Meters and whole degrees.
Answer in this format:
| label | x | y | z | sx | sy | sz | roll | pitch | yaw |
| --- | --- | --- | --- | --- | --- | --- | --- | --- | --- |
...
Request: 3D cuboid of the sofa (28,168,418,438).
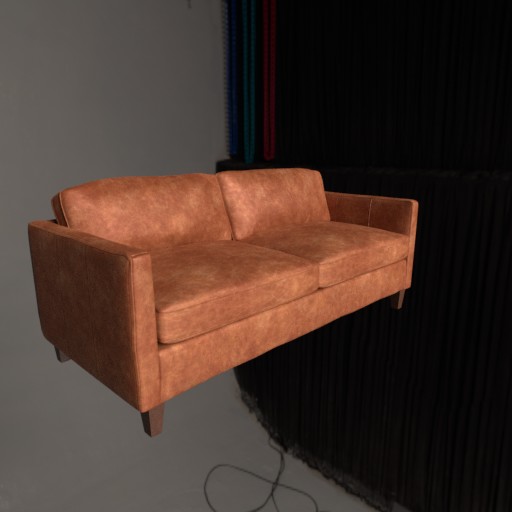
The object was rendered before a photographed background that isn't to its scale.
| label | x | y | z | sx | sy | sz | roll | pitch | yaw |
| --- | --- | --- | --- | --- | --- | --- | --- | --- | --- |
| sofa | 0.000 | 0.000 | 2.365 | 0.923 | 0.863 | 1.971 | 14 | 20 | 43 |
